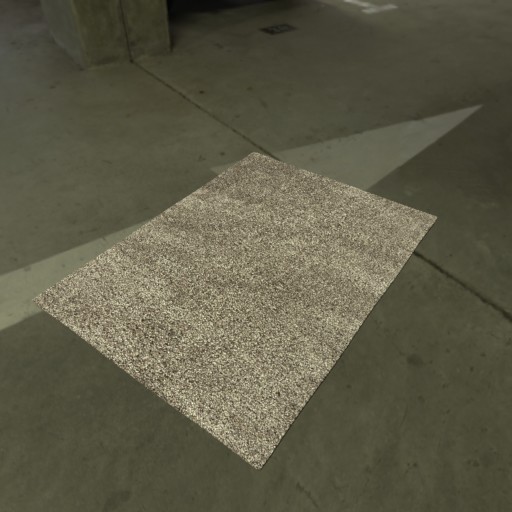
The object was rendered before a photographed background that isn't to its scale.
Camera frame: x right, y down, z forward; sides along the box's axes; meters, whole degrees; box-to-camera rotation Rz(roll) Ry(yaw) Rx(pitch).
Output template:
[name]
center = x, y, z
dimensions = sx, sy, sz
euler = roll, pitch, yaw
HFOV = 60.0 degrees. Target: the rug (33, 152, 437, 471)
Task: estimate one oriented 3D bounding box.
[rug]
center = 0.000, 0.000, 2.112
dimensions = 1.198, 0.025, 1.601
euler = 26, 48, 26
